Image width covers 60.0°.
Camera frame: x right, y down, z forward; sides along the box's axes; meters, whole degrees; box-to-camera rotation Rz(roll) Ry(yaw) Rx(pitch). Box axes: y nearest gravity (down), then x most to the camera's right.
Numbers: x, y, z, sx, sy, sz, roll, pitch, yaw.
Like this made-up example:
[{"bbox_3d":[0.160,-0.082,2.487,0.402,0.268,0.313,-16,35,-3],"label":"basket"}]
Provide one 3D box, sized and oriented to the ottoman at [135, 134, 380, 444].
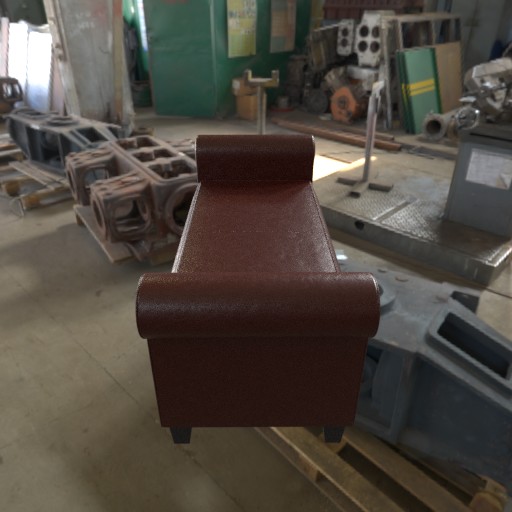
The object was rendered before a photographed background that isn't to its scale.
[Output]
[{"bbox_3d":[0.000,0.000,1.557,0.521,0.547,1.256,0,30,0],"label":"ottoman"}]
